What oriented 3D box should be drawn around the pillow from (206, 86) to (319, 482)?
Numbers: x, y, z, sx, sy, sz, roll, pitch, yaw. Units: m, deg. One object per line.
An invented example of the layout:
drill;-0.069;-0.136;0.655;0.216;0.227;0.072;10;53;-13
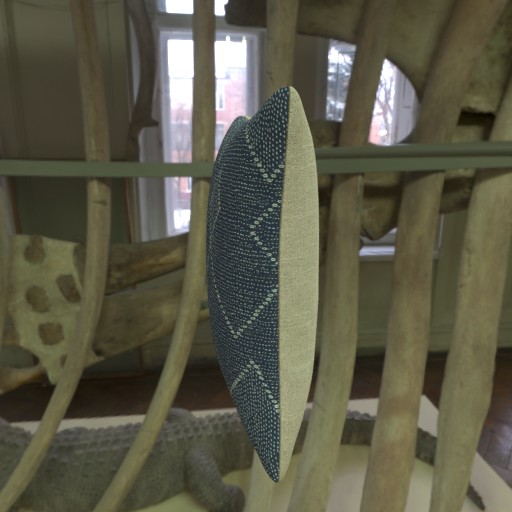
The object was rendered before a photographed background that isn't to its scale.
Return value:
pillow;0.000;0.000;0.662;0.148;0.428;0.435;-2;14;-7
